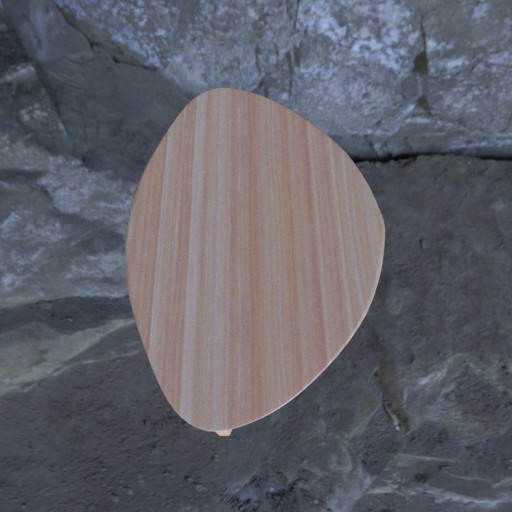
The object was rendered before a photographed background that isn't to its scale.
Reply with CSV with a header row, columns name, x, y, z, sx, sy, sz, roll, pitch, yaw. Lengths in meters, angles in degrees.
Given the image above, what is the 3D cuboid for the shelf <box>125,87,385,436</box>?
name,x,y,z,sx,sy,sz,roll,pitch,yaw
shelf,0.000,0.000,1.649,0.845,0.440,1.246,-1,64,0
